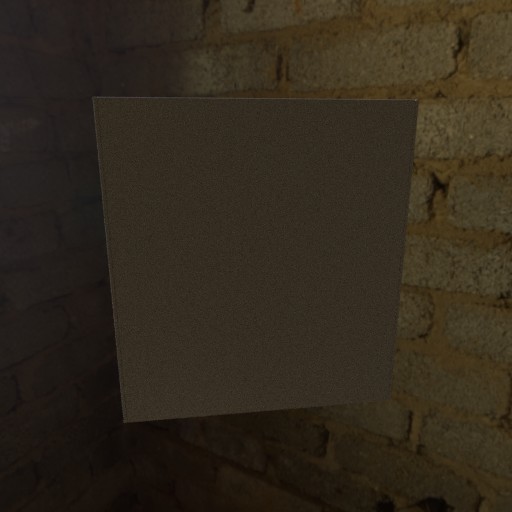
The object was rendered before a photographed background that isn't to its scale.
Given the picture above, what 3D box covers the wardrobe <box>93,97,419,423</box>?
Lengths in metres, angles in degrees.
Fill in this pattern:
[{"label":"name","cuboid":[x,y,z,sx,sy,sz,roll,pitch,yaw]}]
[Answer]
[{"label":"wardrobe","cuboid":[0.000,0.000,2.961,1.780,1.960,0.629,-2,16,-8]}]
